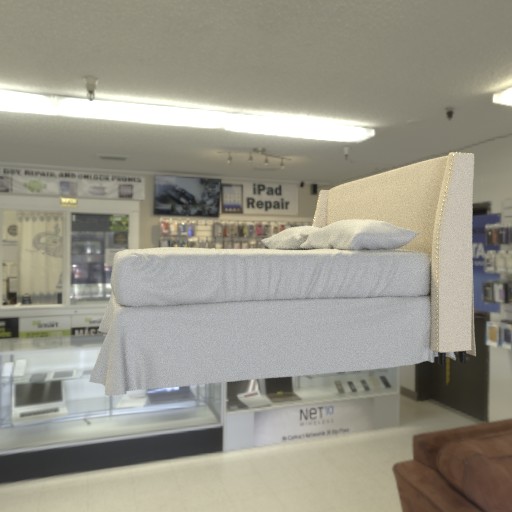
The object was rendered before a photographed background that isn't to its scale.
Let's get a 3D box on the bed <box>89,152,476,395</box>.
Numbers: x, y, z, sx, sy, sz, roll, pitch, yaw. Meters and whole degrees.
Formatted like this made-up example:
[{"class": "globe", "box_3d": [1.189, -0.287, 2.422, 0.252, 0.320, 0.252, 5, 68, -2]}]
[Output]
[{"class": "bed", "box_3d": [0.000, 0.000, 3.314, 2.276, 1.332, 1.925, 0, 1, -18]}]
